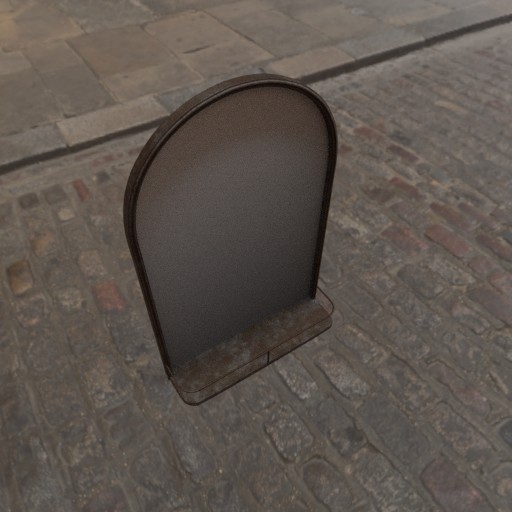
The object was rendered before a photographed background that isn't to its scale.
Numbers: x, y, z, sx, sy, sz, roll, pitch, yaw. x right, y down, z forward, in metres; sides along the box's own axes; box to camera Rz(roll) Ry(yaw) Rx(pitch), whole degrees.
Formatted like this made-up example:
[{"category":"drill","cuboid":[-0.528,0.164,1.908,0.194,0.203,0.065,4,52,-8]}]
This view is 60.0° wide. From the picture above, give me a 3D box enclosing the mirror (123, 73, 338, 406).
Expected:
[{"category":"mirror","cuboid":[0.000,0.000,1.003,0.510,0.770,0.137,-25,51,-22]}]
